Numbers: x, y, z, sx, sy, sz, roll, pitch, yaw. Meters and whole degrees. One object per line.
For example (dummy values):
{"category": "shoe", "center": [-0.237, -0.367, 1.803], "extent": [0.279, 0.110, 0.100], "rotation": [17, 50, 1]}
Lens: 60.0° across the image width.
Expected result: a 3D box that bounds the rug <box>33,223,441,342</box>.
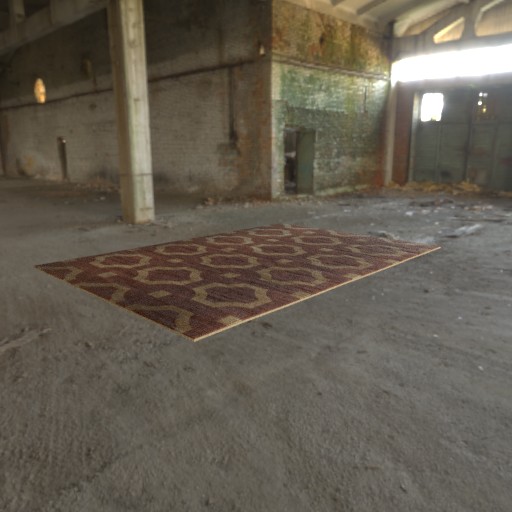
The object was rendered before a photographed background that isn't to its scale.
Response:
{"category": "rug", "center": [0.000, 0.000, 2.961], "extent": [1.555, 0.016, 2.286], "rotation": [12, 18, 42]}
